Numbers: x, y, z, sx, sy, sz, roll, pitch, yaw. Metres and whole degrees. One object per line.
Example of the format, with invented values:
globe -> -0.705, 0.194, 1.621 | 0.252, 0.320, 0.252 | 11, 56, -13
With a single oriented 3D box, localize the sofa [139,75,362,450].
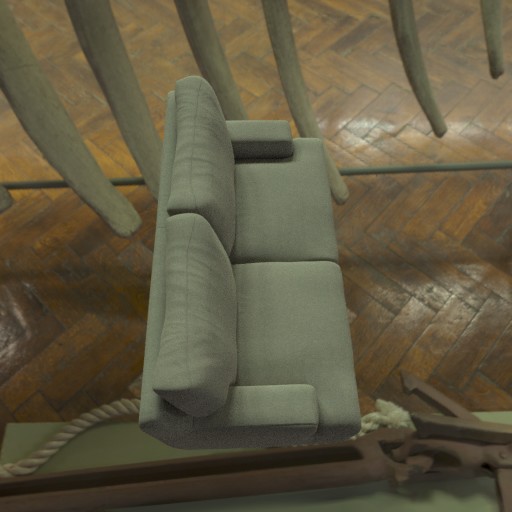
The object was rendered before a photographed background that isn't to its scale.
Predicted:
sofa -> 0.000, 0.000, 2.393 | 0.962, 0.980, 1.855 | -2, 62, -1
